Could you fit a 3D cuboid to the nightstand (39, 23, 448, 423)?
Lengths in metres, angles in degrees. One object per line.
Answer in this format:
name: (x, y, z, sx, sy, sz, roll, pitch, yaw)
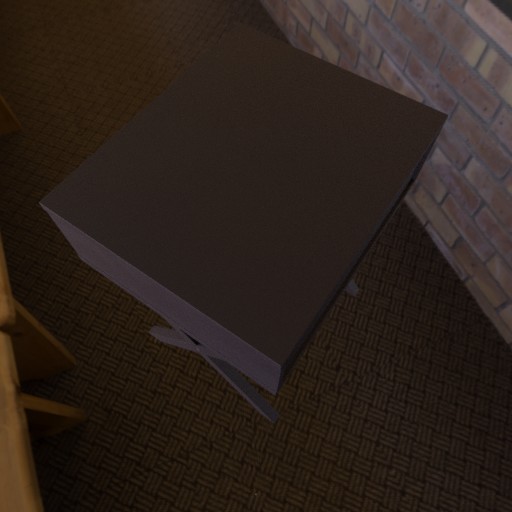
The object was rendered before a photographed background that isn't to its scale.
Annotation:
nightstand: (0.000, 0.000, 0.927, 0.402, 0.623, 0.479, 31, 66, 16)
